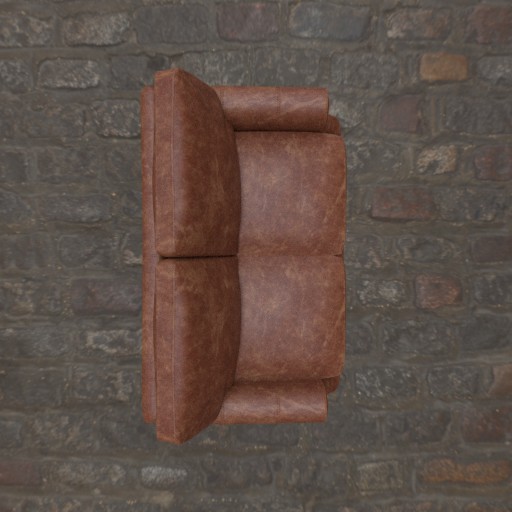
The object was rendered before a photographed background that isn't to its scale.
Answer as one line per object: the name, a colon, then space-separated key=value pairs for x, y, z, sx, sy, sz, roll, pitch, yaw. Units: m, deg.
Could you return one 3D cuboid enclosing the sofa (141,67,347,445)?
sofa: x=0.000 y=0.000 z=2.210 sx=0.990 sy=0.967 sz=1.616 roll=0 pitch=91 yaw=0
